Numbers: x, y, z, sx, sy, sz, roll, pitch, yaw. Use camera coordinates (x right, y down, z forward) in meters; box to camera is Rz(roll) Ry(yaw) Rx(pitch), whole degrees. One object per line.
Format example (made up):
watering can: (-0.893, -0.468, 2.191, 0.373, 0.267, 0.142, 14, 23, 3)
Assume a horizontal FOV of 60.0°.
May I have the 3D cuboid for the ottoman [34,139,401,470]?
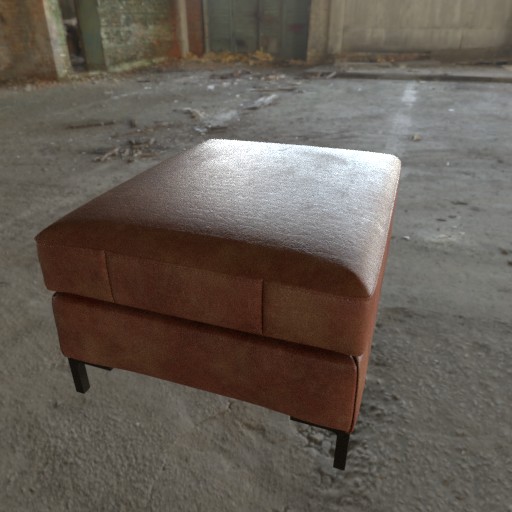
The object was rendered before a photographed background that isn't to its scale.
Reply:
ottoman: (0.000, 0.000, 1.725, 0.965, 0.667, 1.186, 9, 30, 17)
